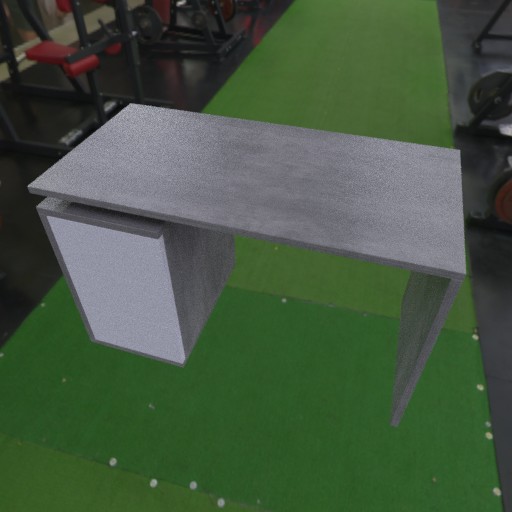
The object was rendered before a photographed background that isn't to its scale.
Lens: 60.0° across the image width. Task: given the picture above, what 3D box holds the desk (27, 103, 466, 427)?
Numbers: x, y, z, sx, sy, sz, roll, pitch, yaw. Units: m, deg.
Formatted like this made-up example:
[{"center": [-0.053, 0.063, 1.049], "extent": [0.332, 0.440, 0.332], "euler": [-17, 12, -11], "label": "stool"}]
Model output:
[{"center": [0.000, 0.000, 1.610], "extent": [1.200, 0.740, 0.600], "euler": [12, 44, 13], "label": "desk"}]
